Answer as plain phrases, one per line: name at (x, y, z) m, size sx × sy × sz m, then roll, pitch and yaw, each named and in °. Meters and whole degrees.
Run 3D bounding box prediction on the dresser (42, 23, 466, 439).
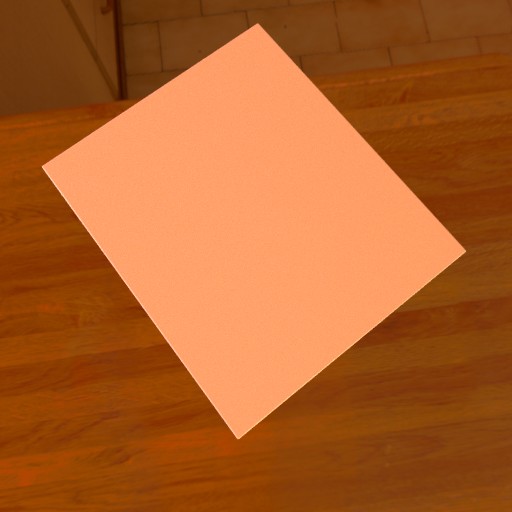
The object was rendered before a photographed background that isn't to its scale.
dresser at (0.000, 0.000, 0.809) m, size 0.360 × 0.560 × 0.400 m, roll -37°, pitch 79°, yaw -8°
